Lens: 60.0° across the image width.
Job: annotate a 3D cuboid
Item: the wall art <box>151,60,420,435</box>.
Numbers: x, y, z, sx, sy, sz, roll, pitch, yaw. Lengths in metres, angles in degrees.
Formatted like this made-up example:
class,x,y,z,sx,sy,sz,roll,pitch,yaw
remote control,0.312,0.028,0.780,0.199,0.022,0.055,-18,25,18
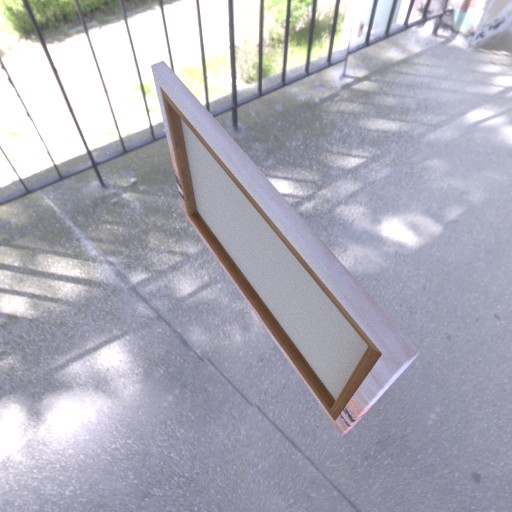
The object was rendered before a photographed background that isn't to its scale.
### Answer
class,x,y,z,sx,sy,sz,roll,pitch,yaw
wall art,0.000,0.000,1.166,0.038,0.609,0.913,-29,62,-17
